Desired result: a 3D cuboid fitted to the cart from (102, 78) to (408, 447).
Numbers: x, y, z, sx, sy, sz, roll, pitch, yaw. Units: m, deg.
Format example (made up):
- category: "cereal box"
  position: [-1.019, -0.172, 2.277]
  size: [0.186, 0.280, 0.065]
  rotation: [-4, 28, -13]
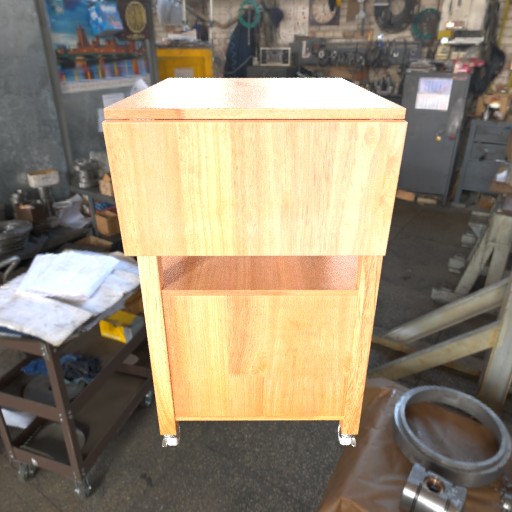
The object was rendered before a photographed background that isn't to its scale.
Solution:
- category: "cart"
  position: [0.000, 0.000, 1.184]
  size: [0.508, 0.838, 0.640]
  rotation: [0, 26, 0]
